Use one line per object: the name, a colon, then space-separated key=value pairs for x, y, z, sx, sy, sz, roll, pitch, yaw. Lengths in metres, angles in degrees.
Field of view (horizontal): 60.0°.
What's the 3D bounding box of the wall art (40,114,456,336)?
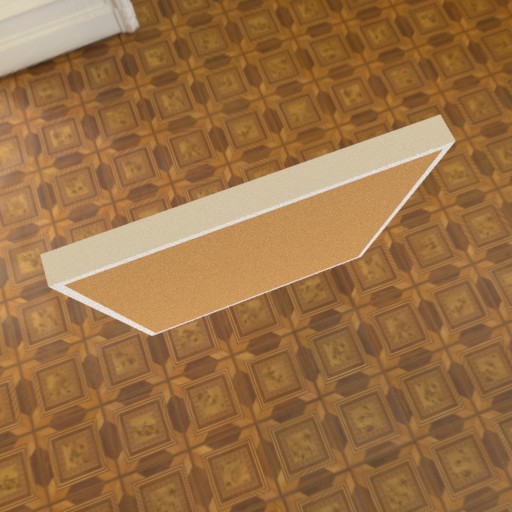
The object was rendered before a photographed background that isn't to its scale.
wall art: x=0.000 y=0.000 z=0.767 sx=0.509 sy=0.509 sz=0.040 roll=-20 pitch=75 yaw=-6
